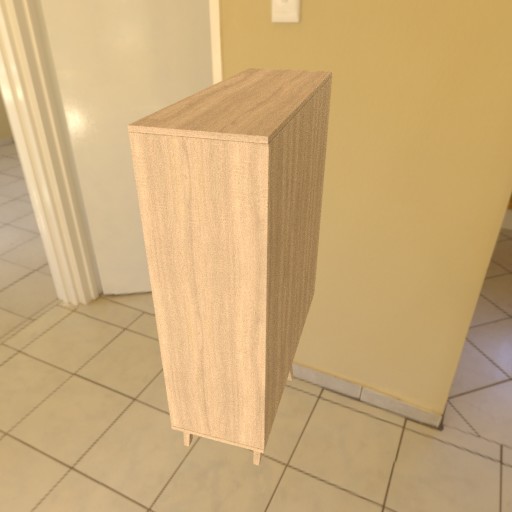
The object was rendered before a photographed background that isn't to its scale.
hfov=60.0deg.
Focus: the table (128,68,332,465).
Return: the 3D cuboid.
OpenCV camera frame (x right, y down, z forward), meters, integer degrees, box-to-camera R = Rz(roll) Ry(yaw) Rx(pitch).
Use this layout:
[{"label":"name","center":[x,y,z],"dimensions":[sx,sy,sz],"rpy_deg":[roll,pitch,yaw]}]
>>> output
[{"label":"table","center":[0.000,0.000,1.964],"dimensions":[0.398,1.388,1.111],"rpy_deg":[9,32,14]}]
